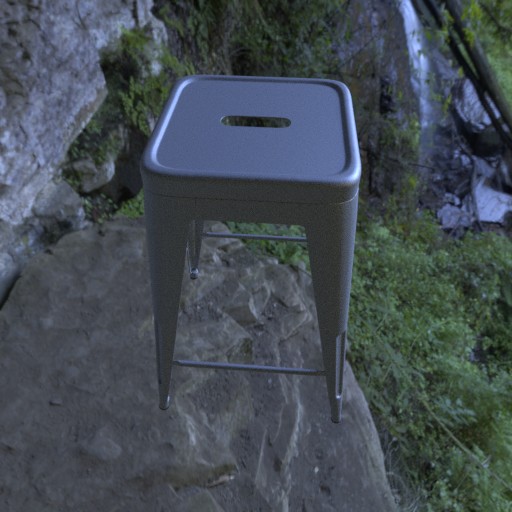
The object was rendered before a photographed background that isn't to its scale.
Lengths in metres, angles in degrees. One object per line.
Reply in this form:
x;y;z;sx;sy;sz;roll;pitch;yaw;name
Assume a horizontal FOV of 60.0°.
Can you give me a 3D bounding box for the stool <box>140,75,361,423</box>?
0.000;0.000;0.898;0.406;0.610;0.406;3;47;3;stool
